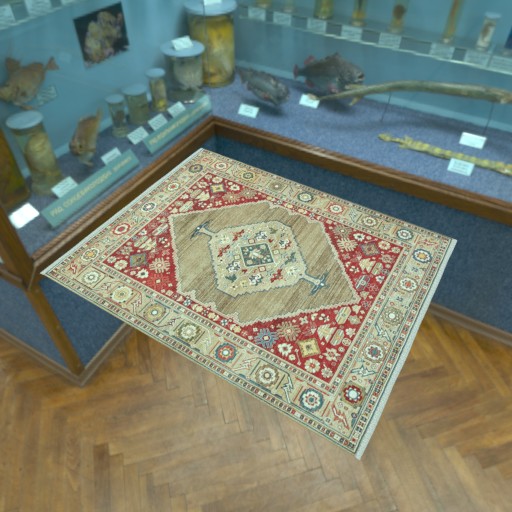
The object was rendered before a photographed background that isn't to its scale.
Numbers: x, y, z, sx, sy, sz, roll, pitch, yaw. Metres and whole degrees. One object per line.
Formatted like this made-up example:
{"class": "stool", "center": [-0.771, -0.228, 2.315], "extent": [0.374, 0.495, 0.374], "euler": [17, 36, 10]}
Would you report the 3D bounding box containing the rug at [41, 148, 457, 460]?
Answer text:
{"class": "rug", "center": [0.000, 0.000, 4.203], "extent": [3.143, 0.008, 2.451], "euler": [24, 51, 21]}
